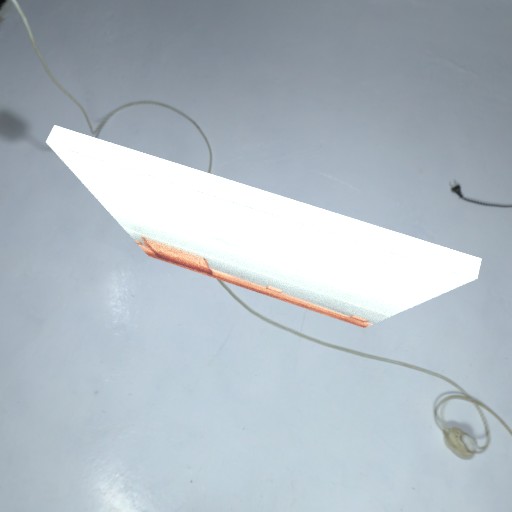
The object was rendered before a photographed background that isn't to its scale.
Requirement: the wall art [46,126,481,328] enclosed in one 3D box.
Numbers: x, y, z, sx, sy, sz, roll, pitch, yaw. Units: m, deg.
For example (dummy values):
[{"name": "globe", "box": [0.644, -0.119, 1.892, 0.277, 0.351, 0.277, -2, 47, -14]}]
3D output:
[{"name": "wall art", "box": [0.000, 0.000, 1.112, 0.760, 0.760, 0.042, 18, 76, 5]}]
